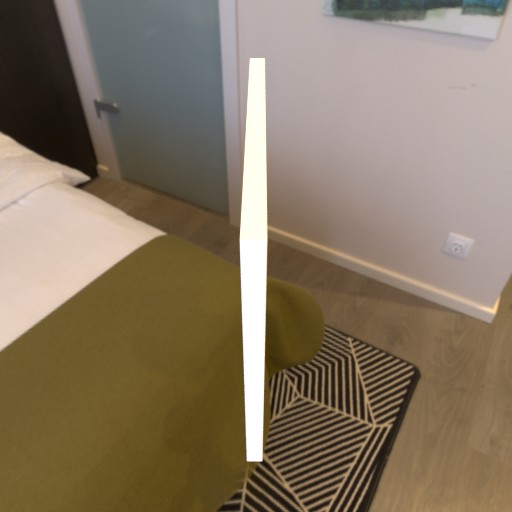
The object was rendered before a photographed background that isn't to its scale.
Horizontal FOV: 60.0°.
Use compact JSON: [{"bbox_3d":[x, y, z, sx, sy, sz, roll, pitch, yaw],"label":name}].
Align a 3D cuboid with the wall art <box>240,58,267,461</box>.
[{"bbox_3d":[0.000,0.000,1.183,0.040,0.762,0.762,0,43,0],"label":"wall art"}]
